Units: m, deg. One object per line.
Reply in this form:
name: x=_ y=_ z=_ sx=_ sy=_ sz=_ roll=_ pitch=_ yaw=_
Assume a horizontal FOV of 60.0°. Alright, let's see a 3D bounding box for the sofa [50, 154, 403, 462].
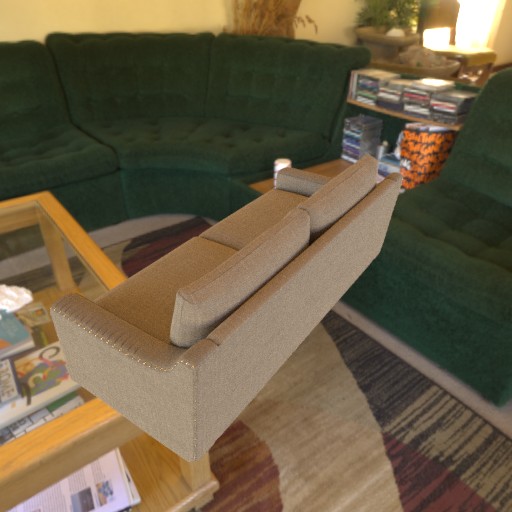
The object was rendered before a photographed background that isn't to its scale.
sofa: x=0.000 y=0.000 z=2.737 sx=1.000 sy=0.857 sz=2.208 roll=21 pitch=38 yaw=29
